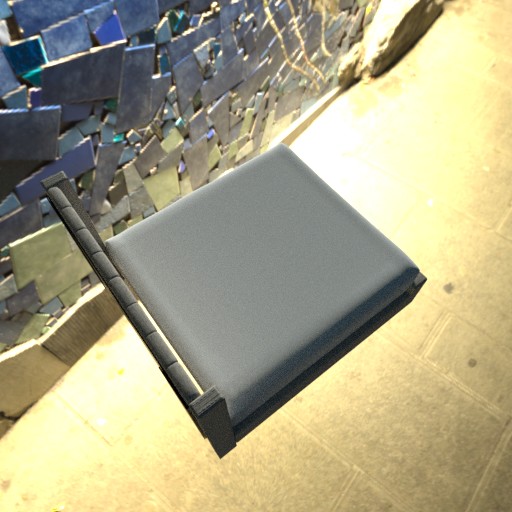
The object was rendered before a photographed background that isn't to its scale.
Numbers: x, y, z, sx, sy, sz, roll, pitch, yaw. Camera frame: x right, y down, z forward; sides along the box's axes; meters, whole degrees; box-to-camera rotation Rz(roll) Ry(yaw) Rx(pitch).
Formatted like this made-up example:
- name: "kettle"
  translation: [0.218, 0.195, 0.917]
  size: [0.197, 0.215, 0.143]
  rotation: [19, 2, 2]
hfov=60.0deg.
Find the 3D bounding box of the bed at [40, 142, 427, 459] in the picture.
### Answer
- name: "bed"
  translation: [0.000, 0.000, 3.846]
  size: [2.372, 1.748, 2.044]
  rotation: [-33, 65, -18]
